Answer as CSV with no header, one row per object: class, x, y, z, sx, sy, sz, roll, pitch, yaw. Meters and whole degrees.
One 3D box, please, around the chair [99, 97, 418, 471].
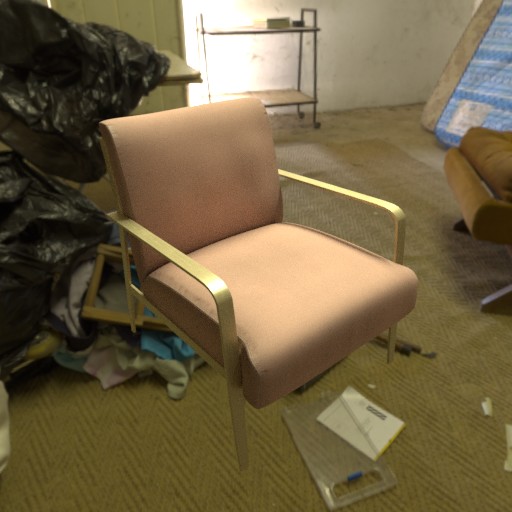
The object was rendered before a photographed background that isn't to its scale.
chair,0.000,0.000,1.455,0.701,0.823,0.848,-22,38,-32
